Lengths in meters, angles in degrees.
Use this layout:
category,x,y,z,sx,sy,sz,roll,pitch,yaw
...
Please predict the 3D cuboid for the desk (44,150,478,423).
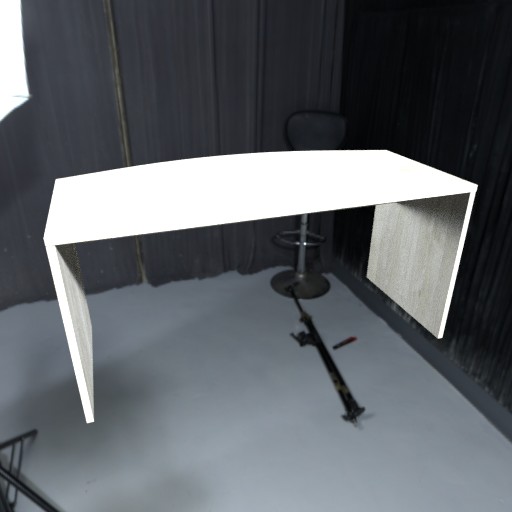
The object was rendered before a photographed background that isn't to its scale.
category,x,y,z,sx,sy,sz,roll,pitch,yaw
desk,0.000,0.000,2.047,1.600,0.752,0.802,-9,28,-17
